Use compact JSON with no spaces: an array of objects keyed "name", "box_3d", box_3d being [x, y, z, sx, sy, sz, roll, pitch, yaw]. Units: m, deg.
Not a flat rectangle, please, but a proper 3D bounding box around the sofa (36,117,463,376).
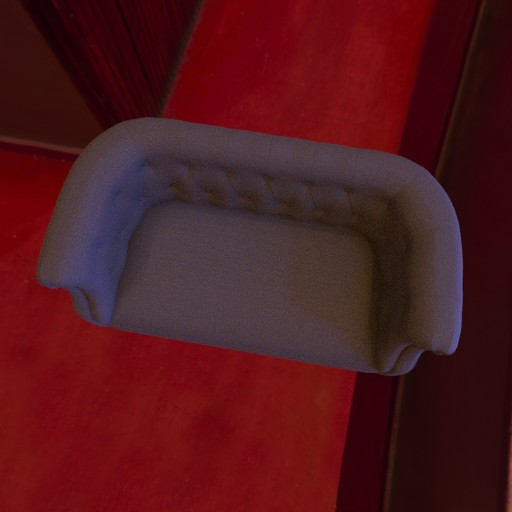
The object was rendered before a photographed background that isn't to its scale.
[{"name":"sofa","box_3d":[0.000,0.000,1.987,1.558,0.827,0.835,9,76,2]}]
